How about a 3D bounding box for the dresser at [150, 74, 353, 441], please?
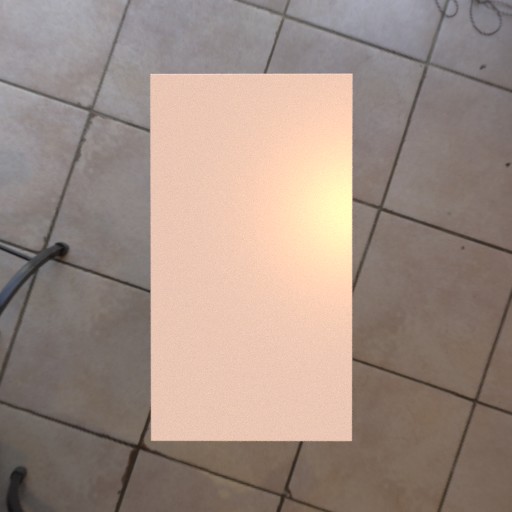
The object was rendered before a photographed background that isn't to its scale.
[{"bbox_3d":[0.000,0.000,1.359,0.401,1.021,0.704,0,90,0],"label":"dresser"}]
